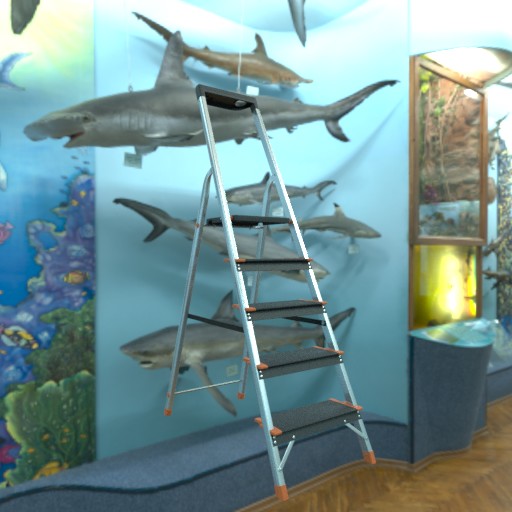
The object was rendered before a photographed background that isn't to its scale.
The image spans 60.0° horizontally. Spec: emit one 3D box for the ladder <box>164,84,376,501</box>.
[{"bbox_3d":[0.000,0.000,2.029,0.480,1.646,0.995,0,0,-35],"label":"ladder"}]
